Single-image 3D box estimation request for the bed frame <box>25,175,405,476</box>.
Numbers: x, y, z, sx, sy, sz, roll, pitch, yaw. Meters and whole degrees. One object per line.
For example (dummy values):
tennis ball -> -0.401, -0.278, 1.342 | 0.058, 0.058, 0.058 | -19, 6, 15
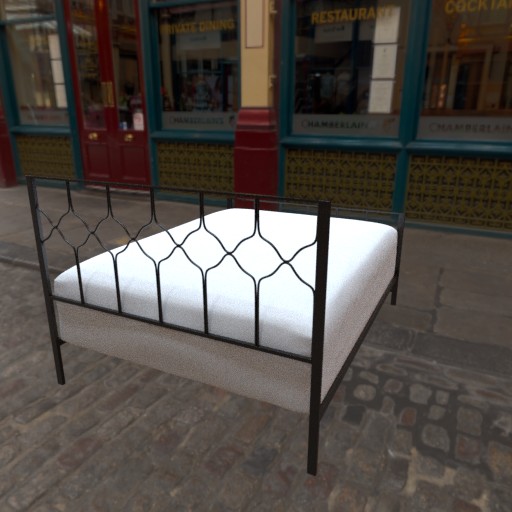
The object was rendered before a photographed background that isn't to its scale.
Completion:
bed frame -> 0.000, 0.000, 2.981 | 1.597, 1.222, 2.063 | 8, 20, 25
